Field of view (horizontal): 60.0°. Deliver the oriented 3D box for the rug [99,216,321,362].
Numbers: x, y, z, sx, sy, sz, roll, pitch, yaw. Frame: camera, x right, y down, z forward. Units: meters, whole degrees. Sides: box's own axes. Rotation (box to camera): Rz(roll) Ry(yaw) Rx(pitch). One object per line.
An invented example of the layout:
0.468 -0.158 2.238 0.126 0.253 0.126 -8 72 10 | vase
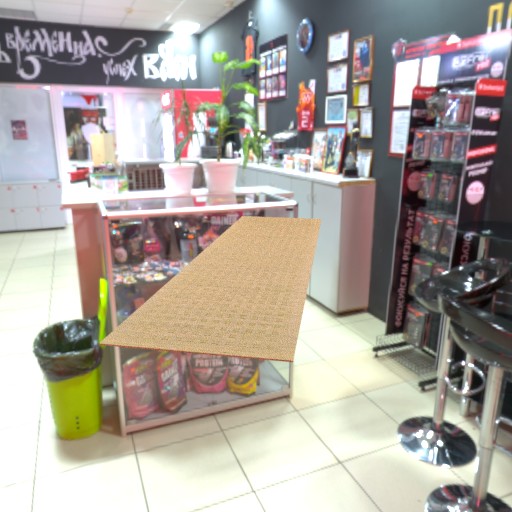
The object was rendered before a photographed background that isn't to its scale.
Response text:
0.000 0.000 2.657 0.686 0.006 2.437 3 16 10 | rug
